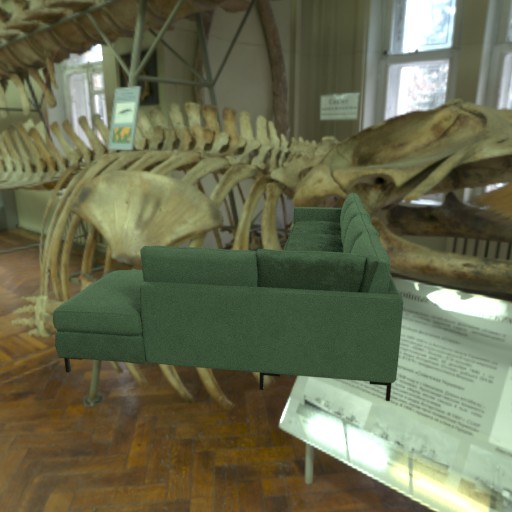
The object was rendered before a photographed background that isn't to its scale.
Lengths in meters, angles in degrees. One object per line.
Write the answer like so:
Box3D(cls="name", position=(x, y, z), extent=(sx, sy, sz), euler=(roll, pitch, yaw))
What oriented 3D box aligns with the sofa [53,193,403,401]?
Box3D(cls="sofa", position=(0.000, 0.000, 3.258), extent=(1.707, 0.687, 2.486), euler=(2, 16, 9))
